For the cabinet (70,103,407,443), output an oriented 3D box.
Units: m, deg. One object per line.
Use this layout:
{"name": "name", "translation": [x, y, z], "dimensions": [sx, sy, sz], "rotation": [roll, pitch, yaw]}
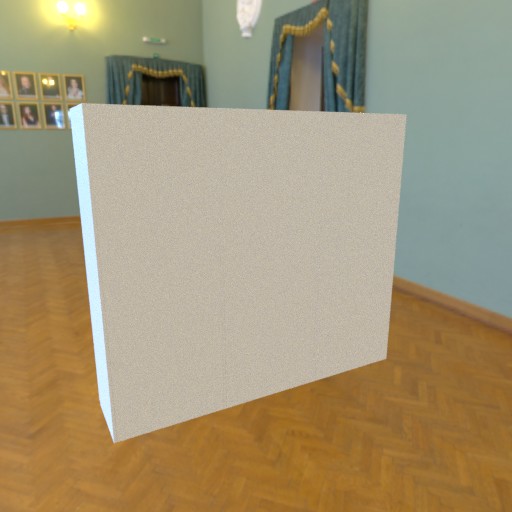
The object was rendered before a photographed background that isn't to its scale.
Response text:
{"name": "cabinet", "translation": [0.000, 0.000, 3.831], "dimensions": [2.700, 2.370, 0.590], "rotation": [-8, 17, -28]}
